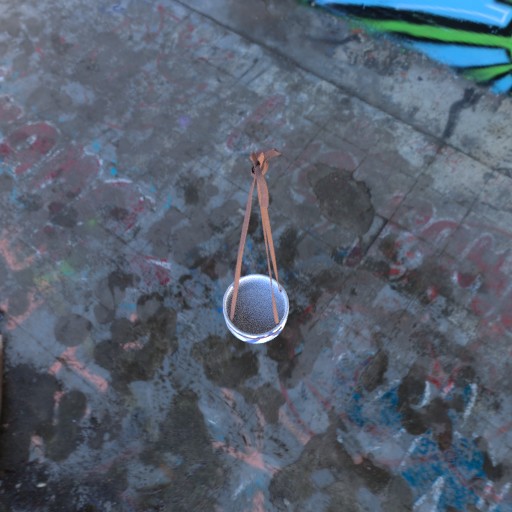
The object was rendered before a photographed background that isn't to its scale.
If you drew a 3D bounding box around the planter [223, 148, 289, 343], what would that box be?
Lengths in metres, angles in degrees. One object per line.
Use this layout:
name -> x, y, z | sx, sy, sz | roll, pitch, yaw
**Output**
planter -> 0.000, 0.000, 0.821 | 0.166, 0.751, 0.166 | 34, 70, 14
